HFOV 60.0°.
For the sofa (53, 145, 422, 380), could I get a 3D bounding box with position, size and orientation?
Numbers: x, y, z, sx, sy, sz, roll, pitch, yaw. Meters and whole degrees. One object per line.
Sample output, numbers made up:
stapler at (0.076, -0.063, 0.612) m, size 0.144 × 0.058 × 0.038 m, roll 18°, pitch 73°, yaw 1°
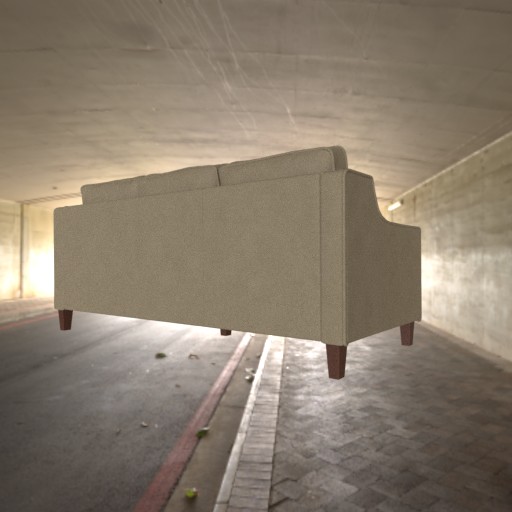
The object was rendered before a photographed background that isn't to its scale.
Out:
sofa at (0.000, 0.000, 3.248) m, size 2.317 × 1.066 × 1.858 m, roll 0°, pitch -1°, yaw 37°
